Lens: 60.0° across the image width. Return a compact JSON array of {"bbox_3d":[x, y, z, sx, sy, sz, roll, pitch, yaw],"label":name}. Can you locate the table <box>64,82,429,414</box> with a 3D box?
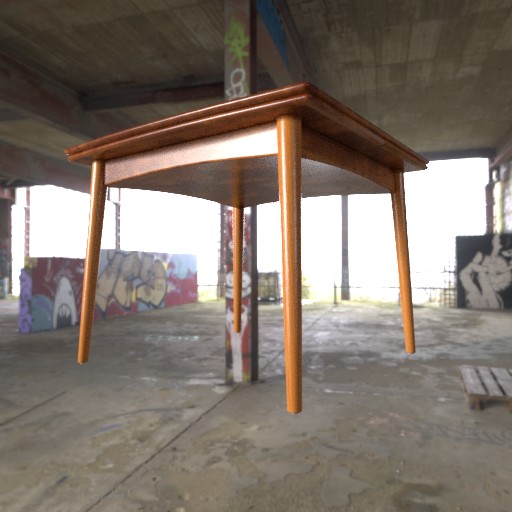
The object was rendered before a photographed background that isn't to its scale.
[{"bbox_3d":[0.000,0.000,1.639,0.991,0.754,0.991,-1,-1,37],"label":"table"}]
